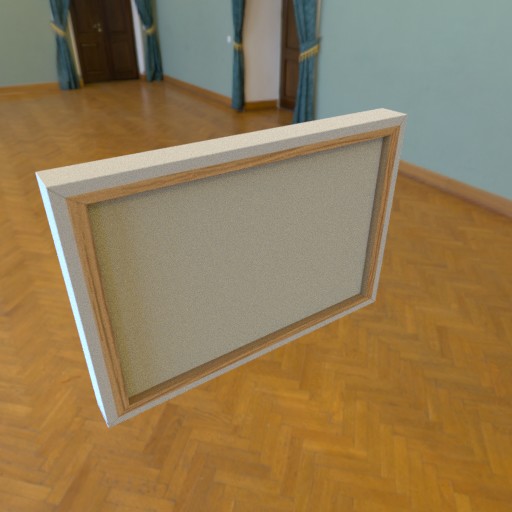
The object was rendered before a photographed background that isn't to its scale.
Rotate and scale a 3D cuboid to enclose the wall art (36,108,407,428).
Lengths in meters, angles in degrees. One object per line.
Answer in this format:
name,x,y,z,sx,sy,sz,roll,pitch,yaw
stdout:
wall art,0.000,0.000,0.483,0.381,0.259,0.038,-19,36,-28
